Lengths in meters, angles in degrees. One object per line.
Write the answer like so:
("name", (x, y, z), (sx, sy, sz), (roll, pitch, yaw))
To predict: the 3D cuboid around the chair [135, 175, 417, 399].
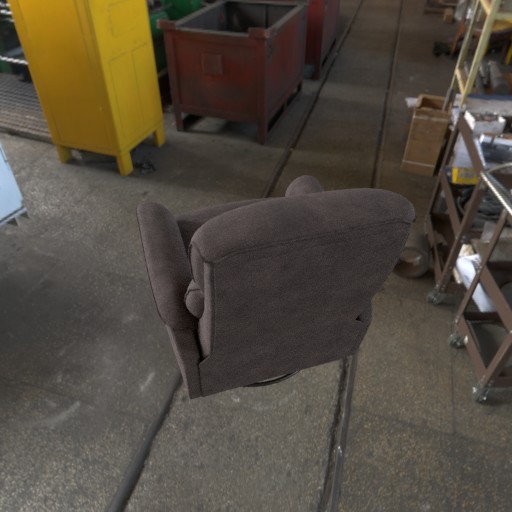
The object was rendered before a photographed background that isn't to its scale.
("chair", (0.000, 0.000, 1.721), (0.830, 1.035, 1.009), (-12, 42, -13))
